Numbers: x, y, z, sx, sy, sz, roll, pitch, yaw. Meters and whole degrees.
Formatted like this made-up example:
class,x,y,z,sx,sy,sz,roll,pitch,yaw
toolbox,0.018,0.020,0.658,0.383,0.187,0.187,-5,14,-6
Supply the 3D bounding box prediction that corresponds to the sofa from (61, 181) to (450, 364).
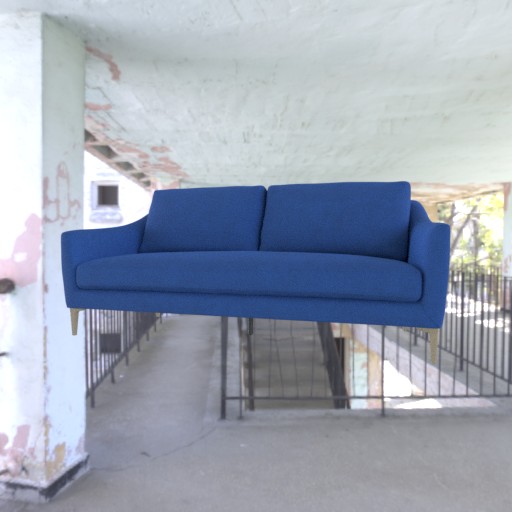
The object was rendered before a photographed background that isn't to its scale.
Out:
class,x,y,z,sx,sy,sz,roll,pitch,yaw
sofa,0.000,0.000,2.624,2.036,0.903,0.960,1,2,18
